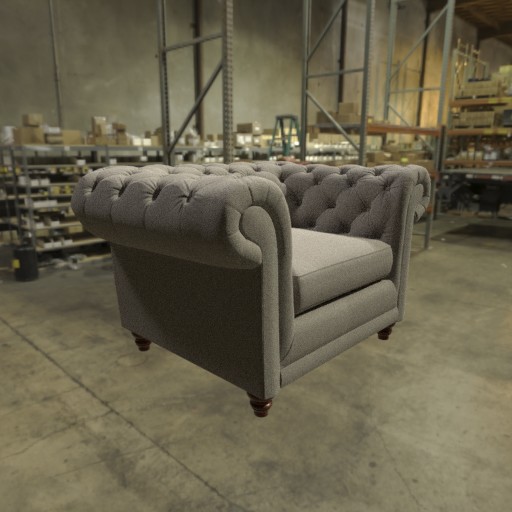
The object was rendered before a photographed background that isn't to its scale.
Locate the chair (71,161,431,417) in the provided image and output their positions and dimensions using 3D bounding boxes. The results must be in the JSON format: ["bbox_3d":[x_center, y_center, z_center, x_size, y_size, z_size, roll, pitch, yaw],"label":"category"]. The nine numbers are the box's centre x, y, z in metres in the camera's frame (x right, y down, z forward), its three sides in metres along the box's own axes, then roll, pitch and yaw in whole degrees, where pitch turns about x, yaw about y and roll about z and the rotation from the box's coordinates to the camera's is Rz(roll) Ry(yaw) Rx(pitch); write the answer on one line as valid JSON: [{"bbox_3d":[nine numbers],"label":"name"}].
[{"bbox_3d":[0.000,0.000,1.906,0.976,0.770,1.270,13,19,42],"label":"chair"}]
